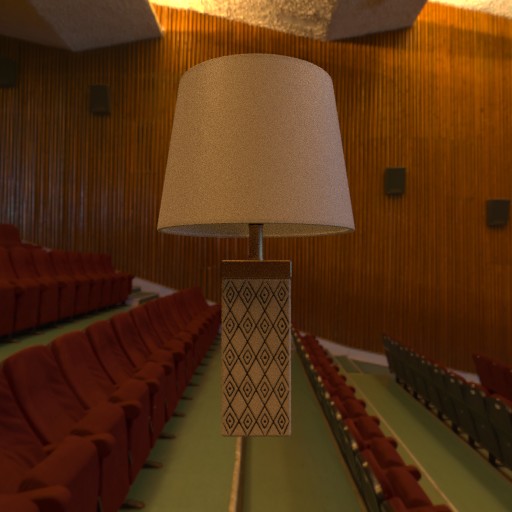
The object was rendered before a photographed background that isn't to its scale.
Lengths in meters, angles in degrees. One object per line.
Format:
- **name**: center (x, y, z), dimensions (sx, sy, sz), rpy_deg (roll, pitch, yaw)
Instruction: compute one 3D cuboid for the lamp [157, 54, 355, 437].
- **lamp**: center (0.000, 0.000, 0.575), dimensions (0.251, 0.435, 0.251), rpy_deg (0, -1, 0)
